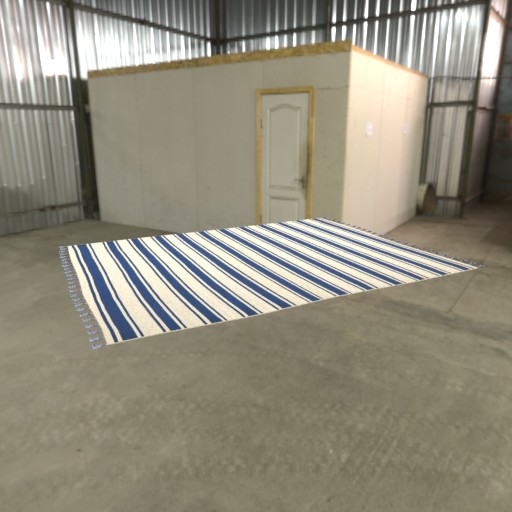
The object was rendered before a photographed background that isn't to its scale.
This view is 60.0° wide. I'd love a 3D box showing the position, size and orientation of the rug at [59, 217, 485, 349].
[{"bbox_3d":[0.000,0.000,4.308,3.416,0.016,2.471,-8,19,-26],"label":"rug"}]
